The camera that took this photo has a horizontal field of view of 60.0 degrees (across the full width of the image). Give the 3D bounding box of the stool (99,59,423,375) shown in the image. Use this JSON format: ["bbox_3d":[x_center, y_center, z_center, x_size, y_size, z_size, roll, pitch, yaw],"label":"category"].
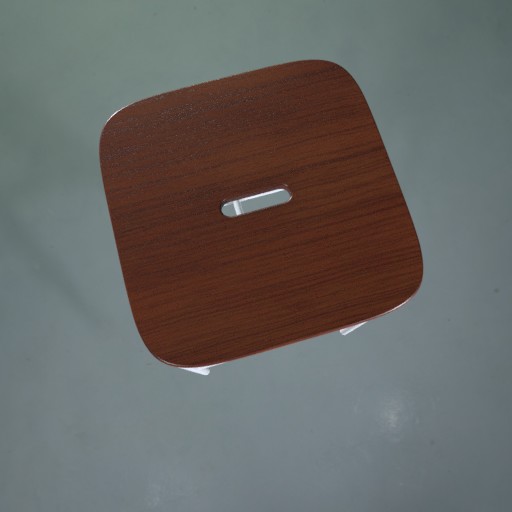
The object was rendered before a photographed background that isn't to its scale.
[{"bbox_3d":[0.000,0.000,0.847,0.376,0.610,0.376,-15,77,-4],"label":"stool"}]
